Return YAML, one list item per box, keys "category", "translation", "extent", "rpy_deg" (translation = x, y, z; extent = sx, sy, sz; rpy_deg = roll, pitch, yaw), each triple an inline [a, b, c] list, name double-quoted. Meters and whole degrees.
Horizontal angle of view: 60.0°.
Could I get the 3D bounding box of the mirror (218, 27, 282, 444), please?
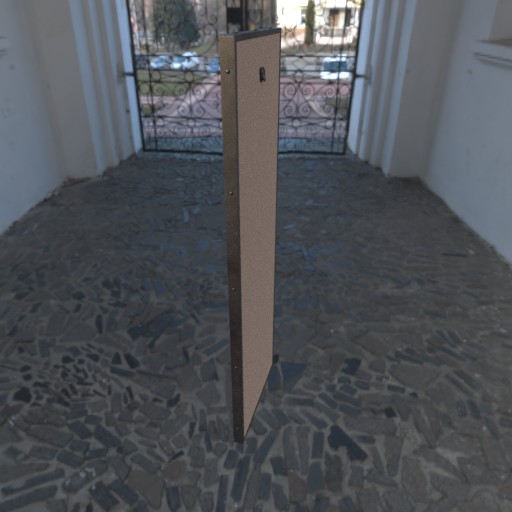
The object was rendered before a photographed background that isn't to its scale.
- category: "mirror"
  translation: [0.000, 0.000, 1.185]
  extent: [0.042, 1.080, 0.354]
  rpy_deg: [8, 30, 14]
